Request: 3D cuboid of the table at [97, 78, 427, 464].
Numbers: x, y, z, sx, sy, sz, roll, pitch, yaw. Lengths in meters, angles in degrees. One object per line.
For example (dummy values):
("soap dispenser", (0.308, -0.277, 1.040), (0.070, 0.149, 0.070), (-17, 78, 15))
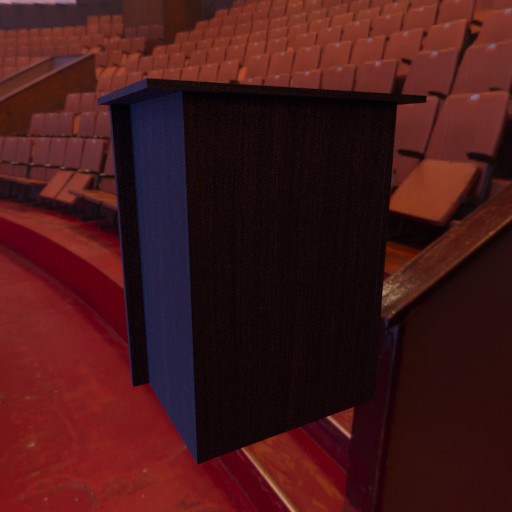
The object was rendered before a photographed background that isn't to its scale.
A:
("table", (0.000, 0.000, 1.051), (0.591, 0.711, 0.406), (-8, 17, -28))
